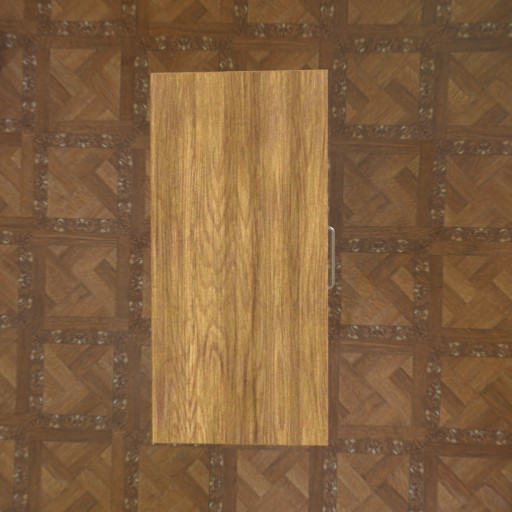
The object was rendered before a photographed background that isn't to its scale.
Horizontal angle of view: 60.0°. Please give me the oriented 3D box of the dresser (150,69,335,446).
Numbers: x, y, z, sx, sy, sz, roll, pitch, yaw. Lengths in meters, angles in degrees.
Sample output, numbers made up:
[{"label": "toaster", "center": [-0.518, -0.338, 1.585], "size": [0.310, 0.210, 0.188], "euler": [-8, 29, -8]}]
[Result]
[{"label": "dresser", "center": [0.000, 0.000, 1.991], "size": [0.558, 1.431, 1.081], "euler": [0, 91, 2]}]
